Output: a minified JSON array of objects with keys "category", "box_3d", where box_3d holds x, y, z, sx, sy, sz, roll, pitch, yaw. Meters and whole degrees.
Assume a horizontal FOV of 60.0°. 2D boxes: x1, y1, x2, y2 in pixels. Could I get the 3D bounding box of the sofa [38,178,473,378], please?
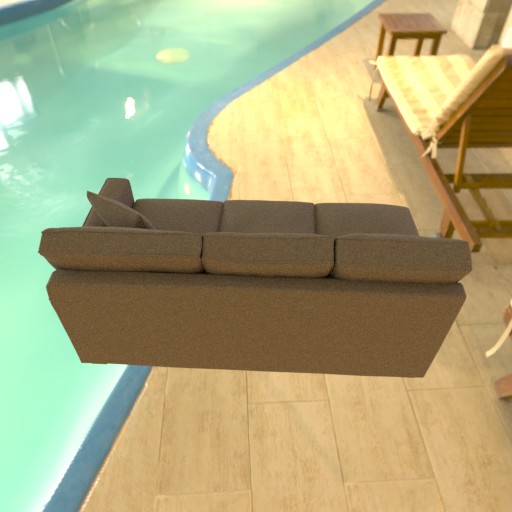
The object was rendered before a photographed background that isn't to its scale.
[{"category":"sofa","box_3d":[0.000,0.000,2.557,1.963,0.946,1.034,2,45,2]}]
